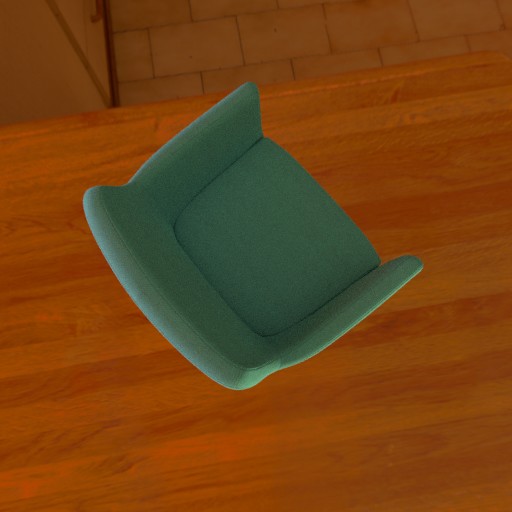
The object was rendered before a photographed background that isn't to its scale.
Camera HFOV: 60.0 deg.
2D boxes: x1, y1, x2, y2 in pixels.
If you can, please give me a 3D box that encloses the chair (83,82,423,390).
[{"bbox_3d":[0.000,0.000,1.160,0.540,0.780,0.570,-39,79,-9],"label":"chair"}]
